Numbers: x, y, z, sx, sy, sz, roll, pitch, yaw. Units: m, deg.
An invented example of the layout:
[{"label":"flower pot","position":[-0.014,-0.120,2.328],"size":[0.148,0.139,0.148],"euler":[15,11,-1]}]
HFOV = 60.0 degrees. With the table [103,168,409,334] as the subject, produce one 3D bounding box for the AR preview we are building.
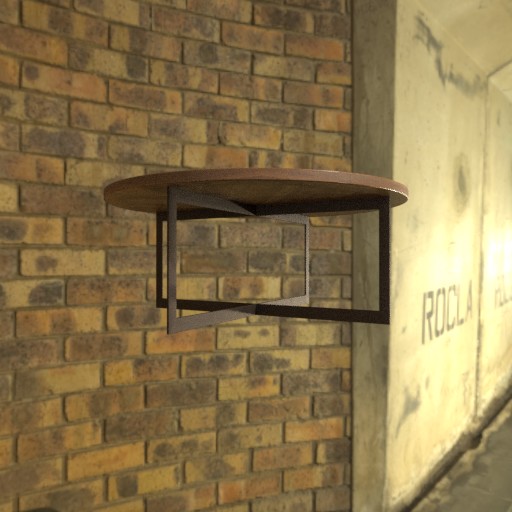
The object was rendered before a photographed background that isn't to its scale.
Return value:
[{"label":"table","position":[0.000,0.000,1.941],"size":[1.264,0.516,1.264],"euler":[0,0,0]}]
